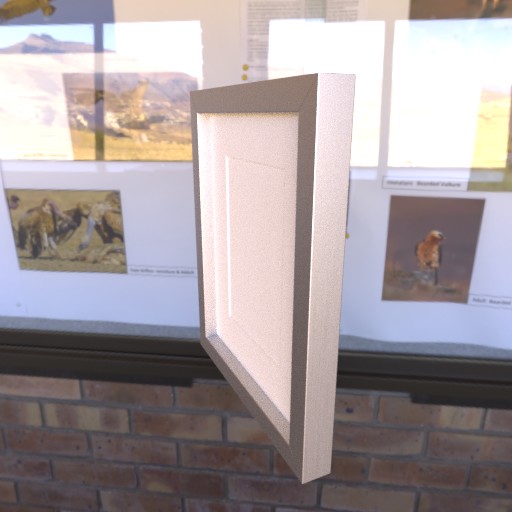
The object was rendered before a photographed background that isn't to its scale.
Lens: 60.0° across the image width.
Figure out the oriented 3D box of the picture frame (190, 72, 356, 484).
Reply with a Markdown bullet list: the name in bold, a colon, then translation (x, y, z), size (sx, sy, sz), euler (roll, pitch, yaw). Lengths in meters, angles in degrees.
- **picture frame**: translation (0.000, 0.000, 0.392), size (0.036, 0.282, 0.233), euler (-8, 20, -24)
